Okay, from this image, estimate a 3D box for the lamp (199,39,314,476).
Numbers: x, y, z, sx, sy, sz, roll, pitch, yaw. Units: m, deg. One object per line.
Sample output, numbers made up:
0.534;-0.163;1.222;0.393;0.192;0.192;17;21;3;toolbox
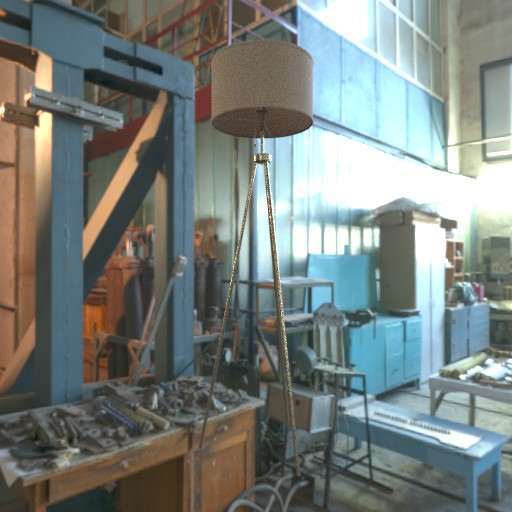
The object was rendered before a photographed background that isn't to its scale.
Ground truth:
0.000;0.000;1.777;0.460;1.545;0.449;0;-1;0;lamp
